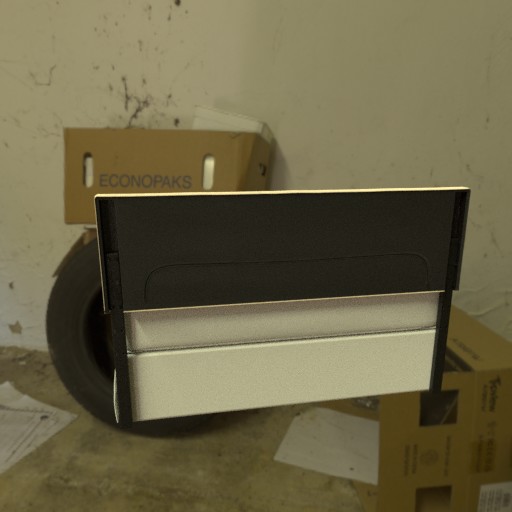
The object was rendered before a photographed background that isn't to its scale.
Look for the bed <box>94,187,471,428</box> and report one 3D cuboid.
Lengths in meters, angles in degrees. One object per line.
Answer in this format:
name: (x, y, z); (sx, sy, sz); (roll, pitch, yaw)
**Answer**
bed: (0.000, 0.000, 2.814); (1.616, 1.016, 1.876); (-3, 15, -10)
